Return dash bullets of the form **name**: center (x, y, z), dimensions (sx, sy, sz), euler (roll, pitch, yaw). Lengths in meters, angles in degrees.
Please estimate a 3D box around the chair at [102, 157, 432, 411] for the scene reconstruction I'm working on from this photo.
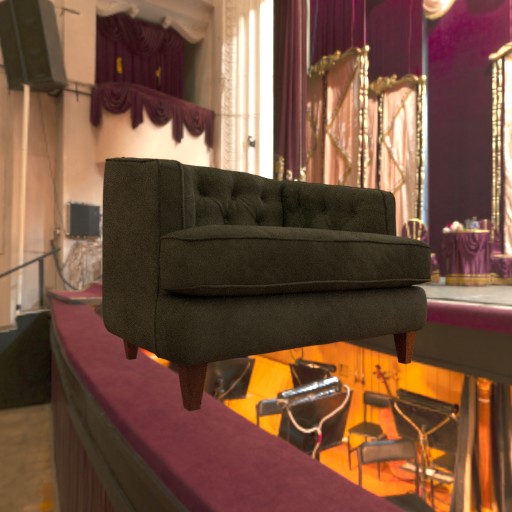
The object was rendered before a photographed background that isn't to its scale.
- **chair**: center (0.000, 0.000, 1.783), dimensions (1.104, 0.852, 0.941), euler (0, -1, -35)
